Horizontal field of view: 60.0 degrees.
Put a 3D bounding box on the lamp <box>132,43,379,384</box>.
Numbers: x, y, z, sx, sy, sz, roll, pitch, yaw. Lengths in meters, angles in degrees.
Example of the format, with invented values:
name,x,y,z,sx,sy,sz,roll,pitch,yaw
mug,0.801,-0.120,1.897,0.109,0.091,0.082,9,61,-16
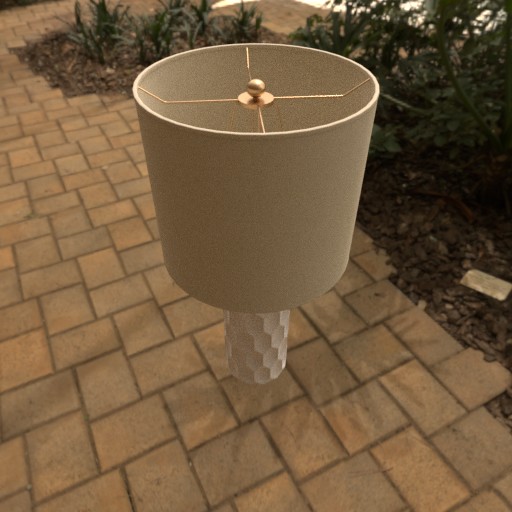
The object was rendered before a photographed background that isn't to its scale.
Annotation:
name,x,y,z,sx,sy,sz,roll,pitch,yaw
lamp,0.000,0.000,0.683,0.277,0.537,0.277,23,46,24
